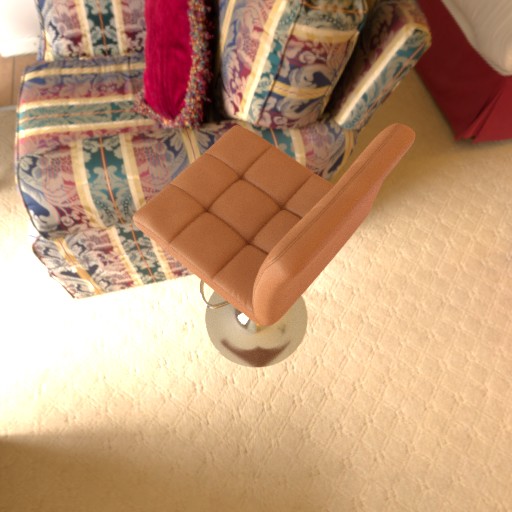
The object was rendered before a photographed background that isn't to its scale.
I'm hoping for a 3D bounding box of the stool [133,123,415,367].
[{"bbox_3d":[0.000,0.000,1.347,0.505,1.115,0.430,37,69,17],"label":"stool"}]
